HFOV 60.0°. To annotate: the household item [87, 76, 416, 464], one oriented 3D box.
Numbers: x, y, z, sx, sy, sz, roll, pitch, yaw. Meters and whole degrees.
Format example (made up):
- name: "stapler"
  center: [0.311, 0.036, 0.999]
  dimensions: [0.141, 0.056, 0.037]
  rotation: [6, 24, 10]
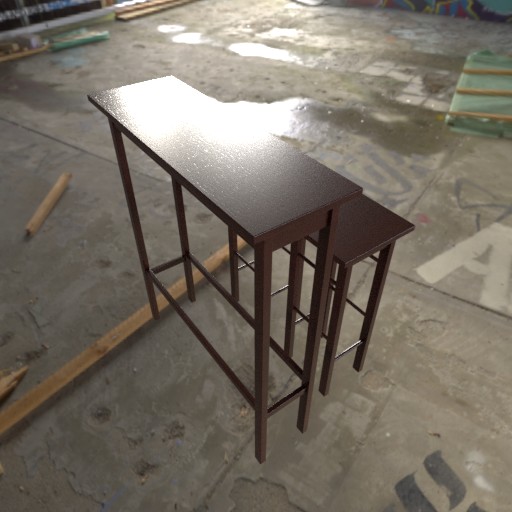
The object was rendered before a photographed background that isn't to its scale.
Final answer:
- name: "household item"
  center: [0.000, 0.000, 1.636]
  dimensions: [0.676, 1.067, 0.914]
  rotation: [-25, 47, -27]
